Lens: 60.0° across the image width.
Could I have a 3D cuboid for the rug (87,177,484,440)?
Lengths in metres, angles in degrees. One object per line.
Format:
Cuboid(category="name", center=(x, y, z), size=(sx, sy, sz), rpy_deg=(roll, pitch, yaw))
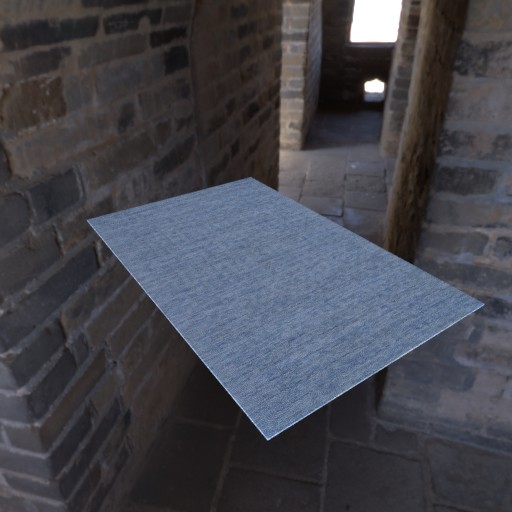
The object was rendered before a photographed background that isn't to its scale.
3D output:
Cuboid(category="rug", center=(0.000, 0.000, 2.214), size=(1.142, 0.006, 1.752), rpy_deg=(-20, 37, -29))
